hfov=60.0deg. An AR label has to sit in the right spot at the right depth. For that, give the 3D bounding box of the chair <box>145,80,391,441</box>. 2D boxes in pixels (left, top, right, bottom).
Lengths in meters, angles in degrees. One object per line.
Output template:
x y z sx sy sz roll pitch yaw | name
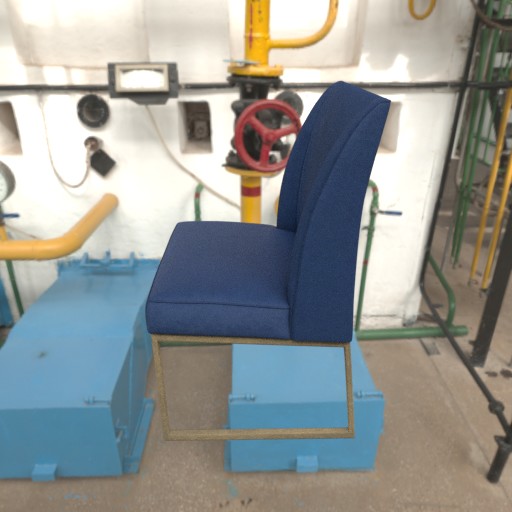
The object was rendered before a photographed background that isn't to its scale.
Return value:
0.000 0.000 1.212 0.522 0.863 0.508 0 26 -1 | chair
